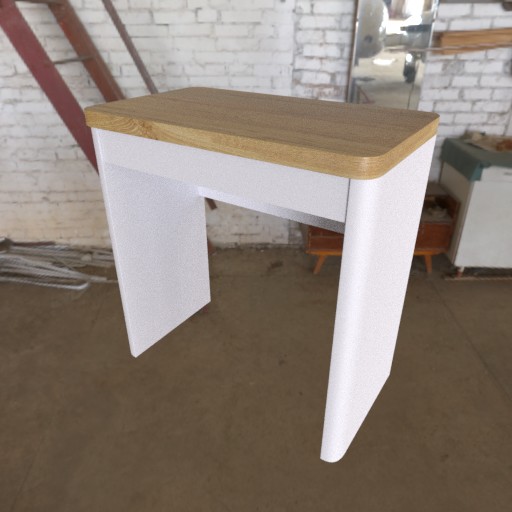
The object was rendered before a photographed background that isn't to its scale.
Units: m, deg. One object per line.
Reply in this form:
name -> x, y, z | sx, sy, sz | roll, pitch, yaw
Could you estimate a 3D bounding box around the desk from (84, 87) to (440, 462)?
desk -> 0.000, 0.000, 1.247 | 0.760, 0.790, 0.440 | 18, 34, 29
